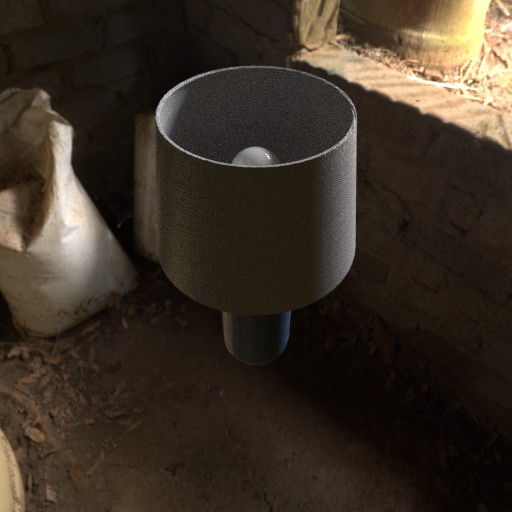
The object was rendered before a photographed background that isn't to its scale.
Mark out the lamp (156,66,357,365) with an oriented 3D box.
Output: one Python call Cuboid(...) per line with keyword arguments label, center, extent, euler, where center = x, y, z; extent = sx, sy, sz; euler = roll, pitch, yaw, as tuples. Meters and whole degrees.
Cuboid(label="lamp", center=(0.000, 0.000, 0.599), extent=(0.253, 0.428, 0.253), euler=(0, 47, 0))
